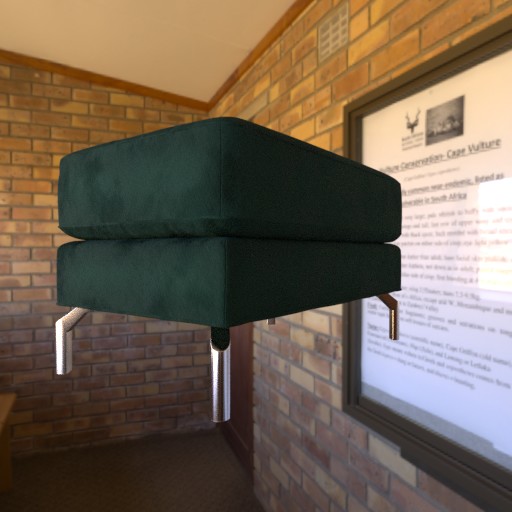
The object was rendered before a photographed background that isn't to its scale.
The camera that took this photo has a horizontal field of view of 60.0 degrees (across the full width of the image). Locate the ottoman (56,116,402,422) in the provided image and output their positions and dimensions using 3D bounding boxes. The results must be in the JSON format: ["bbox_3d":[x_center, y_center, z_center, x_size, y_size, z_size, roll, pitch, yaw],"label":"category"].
[{"bbox_3d":[0.000,0.000,1.213,0.536,0.533,0.886,0,1,37],"label":"ottoman"}]
